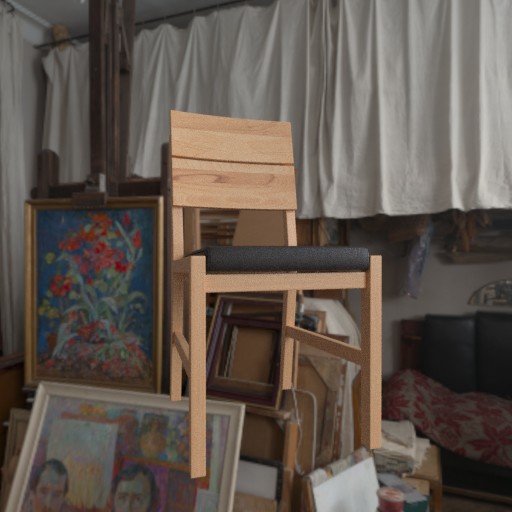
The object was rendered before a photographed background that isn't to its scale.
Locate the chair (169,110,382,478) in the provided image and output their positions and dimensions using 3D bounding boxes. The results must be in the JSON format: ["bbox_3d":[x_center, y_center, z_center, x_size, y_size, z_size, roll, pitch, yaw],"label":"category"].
[{"bbox_3d":[0.000,0.000,1.279,0.475,0.950,0.560,0,0,-18],"label":"chair"}]
